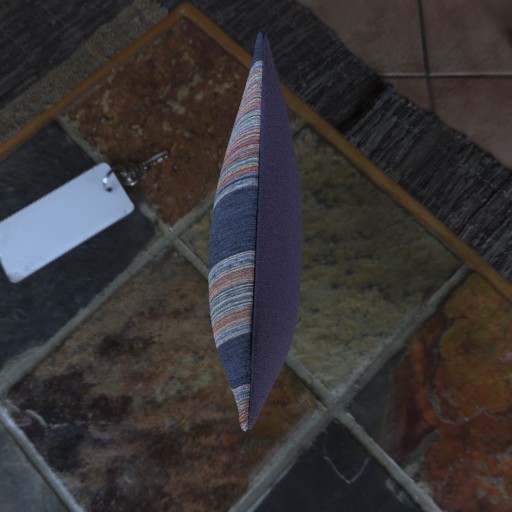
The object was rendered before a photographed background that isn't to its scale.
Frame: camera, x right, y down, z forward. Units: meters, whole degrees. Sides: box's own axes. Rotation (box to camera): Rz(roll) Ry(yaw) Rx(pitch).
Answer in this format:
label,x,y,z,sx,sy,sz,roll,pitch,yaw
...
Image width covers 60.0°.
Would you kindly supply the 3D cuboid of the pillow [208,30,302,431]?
label,x,y,z,sx,sy,sz,roll,pitch,yaw
pillow,0.000,0.000,0.651,0.136,0.419,0.437,2,76,1
